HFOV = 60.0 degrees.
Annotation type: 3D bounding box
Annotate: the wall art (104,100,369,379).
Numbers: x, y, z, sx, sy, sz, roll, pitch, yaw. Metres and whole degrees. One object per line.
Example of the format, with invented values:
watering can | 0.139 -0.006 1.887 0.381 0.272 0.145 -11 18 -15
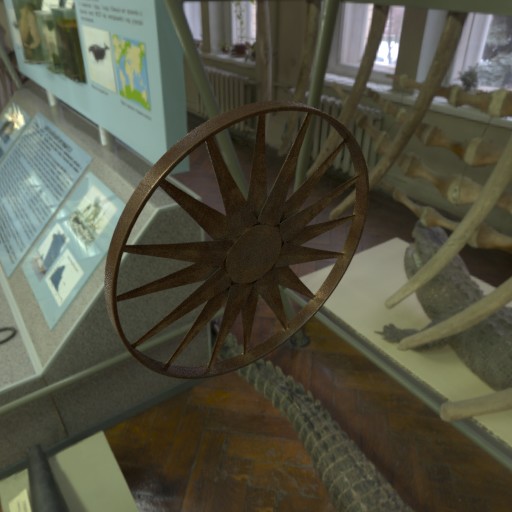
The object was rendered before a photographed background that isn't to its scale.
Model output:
wall art | 0.000 0.000 0.862 0.582 0.583 0.084 -20 37 -30
